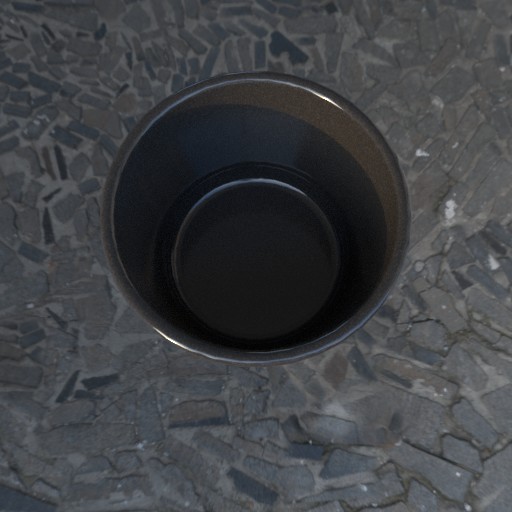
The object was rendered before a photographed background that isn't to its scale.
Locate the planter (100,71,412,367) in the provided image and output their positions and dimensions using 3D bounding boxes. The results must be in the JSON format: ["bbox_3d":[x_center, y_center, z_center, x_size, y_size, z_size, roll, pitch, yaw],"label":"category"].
[{"bbox_3d":[0.000,0.000,0.404,0.196,0.264,0.196,5,76,1],"label":"planter"}]
